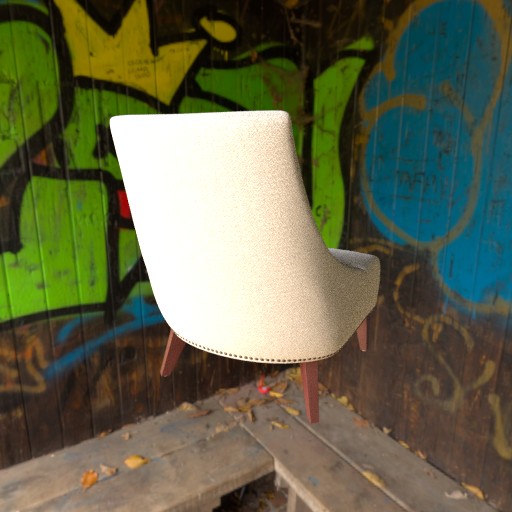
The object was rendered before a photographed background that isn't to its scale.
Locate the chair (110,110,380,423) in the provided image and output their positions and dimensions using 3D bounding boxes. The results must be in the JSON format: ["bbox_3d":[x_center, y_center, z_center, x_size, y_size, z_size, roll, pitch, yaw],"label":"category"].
[{"bbox_3d":[0.000,0.000,1.533,0.701,0.909,0.861,8,17,27],"label":"chair"}]
